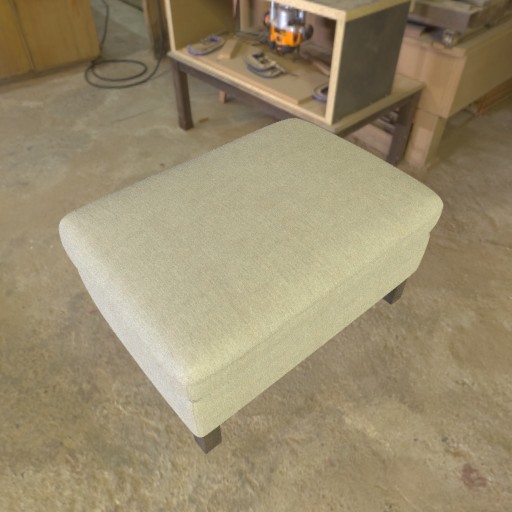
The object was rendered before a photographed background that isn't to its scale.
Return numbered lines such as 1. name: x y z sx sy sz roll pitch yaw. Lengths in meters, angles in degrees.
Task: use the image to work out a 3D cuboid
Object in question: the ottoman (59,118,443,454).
1. ottoman: 0.000 0.000 1.074 0.735 0.404 0.528 -31 53 -27
